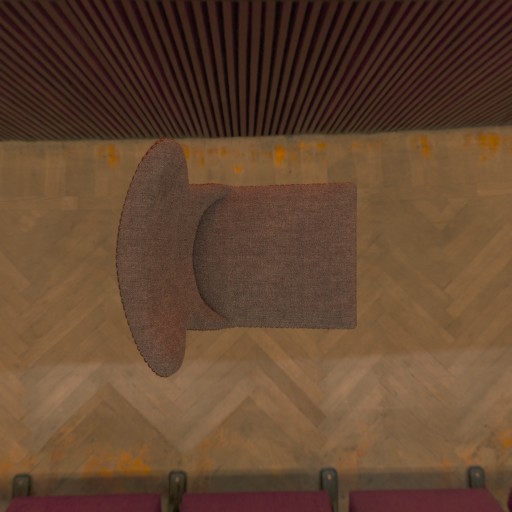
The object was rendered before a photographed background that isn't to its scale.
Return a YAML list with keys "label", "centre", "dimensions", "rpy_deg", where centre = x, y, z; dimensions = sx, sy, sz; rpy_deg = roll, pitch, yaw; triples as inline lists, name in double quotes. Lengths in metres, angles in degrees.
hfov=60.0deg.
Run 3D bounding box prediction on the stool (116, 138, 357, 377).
- label: "stool"
  centre: [0.000, 0.000, 1.443]
  dimensions: [0.606, 1.123, 0.494]
  rpy_deg: [0, 90, -1]
